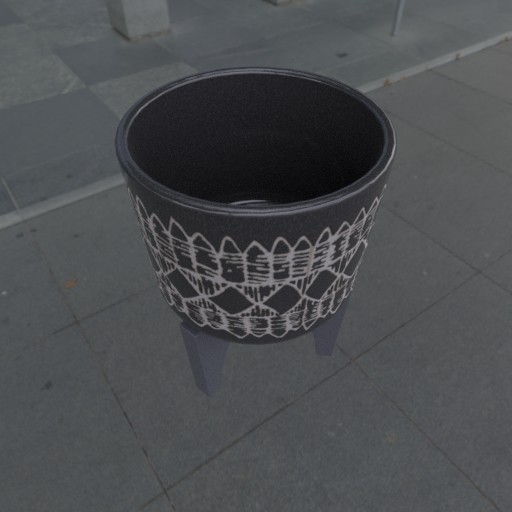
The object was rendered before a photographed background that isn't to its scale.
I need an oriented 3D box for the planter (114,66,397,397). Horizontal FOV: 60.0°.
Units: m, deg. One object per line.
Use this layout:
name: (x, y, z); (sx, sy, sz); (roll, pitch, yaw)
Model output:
planter: (0.000, 0.000, 0.269); (0.129, 0.177, 0.129); (0, 46, 0)
